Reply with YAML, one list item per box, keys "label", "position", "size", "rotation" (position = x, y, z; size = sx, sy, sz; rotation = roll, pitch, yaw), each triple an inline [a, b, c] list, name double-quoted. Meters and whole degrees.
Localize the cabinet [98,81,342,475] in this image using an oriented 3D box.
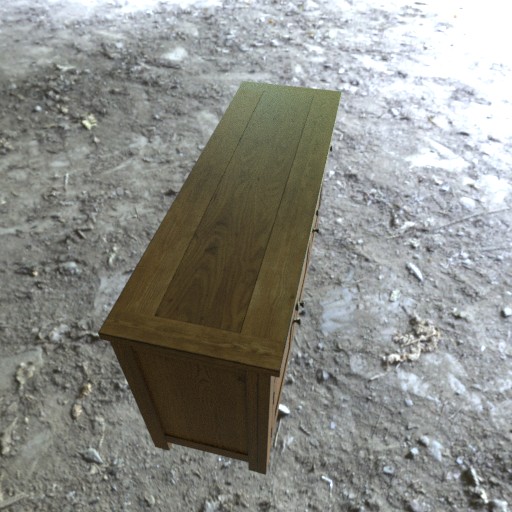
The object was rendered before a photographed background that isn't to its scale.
- label: "cabinet"
  position: [0.000, 0.000, 1.879]
  size: [0.480, 0.813, 1.474]
  rotation: [10, 47, 9]
